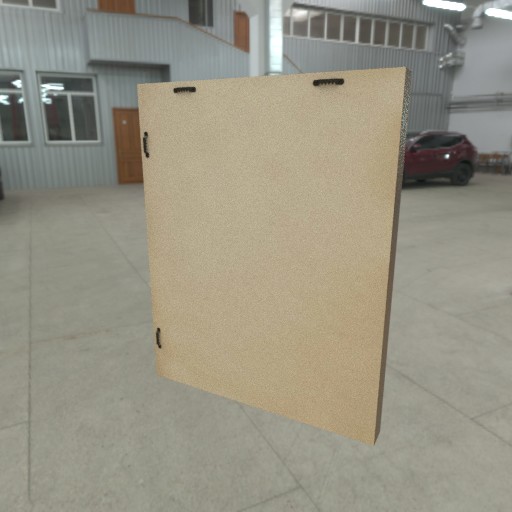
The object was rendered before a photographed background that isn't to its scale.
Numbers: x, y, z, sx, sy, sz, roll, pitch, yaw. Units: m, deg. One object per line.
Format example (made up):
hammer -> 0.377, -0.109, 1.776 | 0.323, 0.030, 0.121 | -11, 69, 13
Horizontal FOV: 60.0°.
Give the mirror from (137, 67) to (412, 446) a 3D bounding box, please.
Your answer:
mirror -> 0.000, 0.000, 0.678 | 0.406, 0.509, 0.041 | 8, 18, 27
